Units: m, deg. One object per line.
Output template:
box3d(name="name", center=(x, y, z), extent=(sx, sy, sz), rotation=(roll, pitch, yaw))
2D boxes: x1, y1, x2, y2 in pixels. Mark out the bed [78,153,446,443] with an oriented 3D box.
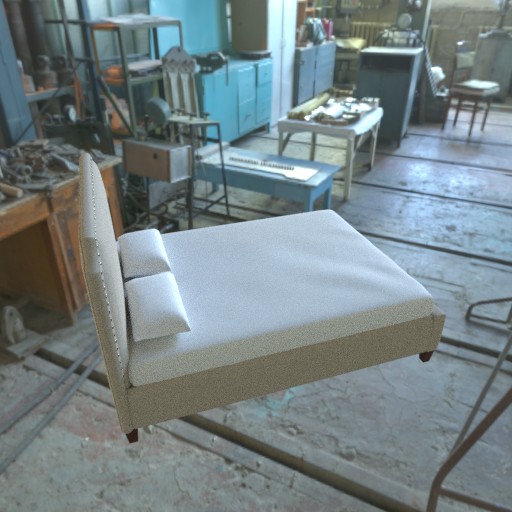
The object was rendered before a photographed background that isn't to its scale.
box3d(name="bed", center=(0.000, 0.000, 3.438), extent=(2.372, 1.443, 1.713), rotation=(-10, 32, -16))
